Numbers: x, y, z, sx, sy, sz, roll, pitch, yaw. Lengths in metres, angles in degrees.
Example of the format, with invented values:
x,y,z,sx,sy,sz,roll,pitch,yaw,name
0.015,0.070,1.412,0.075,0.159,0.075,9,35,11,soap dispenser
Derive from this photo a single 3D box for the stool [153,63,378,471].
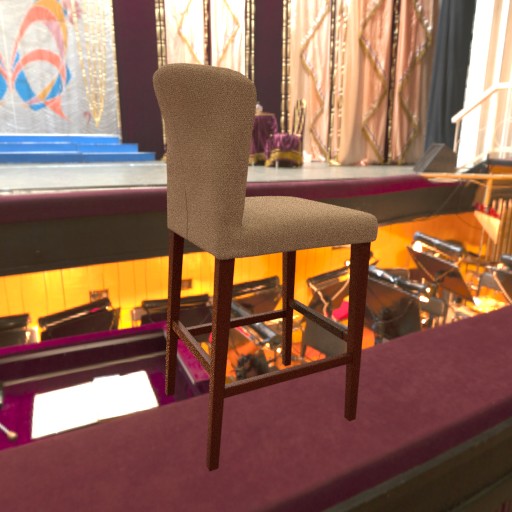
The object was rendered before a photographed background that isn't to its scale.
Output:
x,y,z,sx,sy,sz,roll,pitch,yaw,name
0.000,0.000,1.389,0.568,1.069,0.481,-7,17,-26,stool
